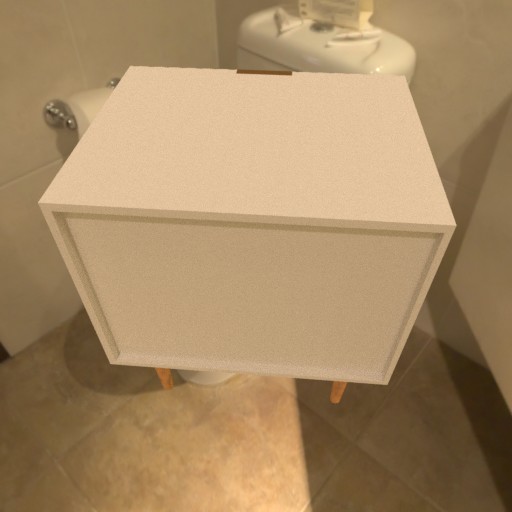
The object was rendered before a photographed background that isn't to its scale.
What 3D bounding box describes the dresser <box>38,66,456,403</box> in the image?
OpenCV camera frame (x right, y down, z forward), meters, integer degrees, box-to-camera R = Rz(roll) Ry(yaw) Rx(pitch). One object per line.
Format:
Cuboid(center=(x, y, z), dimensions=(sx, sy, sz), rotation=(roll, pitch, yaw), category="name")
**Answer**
Cuboid(center=(0.000, 0.000, 0.876), dimensions=(0.503, 0.568, 0.414), rotation=(3, 46, 3), category="dresser")
